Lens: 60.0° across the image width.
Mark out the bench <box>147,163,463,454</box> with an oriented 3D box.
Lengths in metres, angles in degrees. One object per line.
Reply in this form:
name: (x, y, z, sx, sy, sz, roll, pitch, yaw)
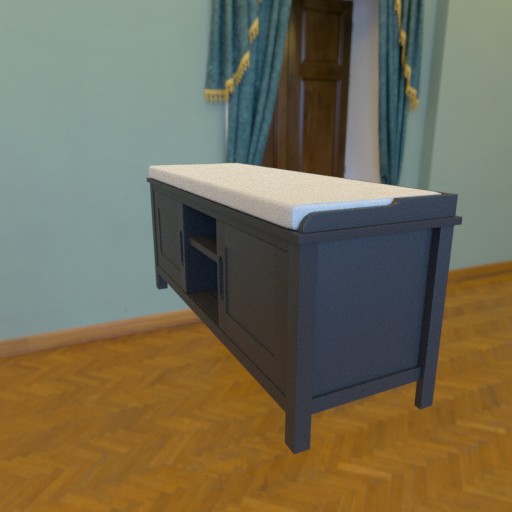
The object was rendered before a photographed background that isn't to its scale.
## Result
bench: (0.000, 0.000, 1.384, 0.398, 0.501, 1.140, -7, 17, -25)
